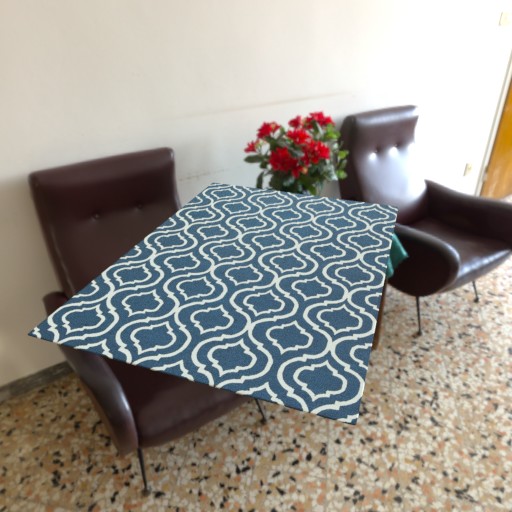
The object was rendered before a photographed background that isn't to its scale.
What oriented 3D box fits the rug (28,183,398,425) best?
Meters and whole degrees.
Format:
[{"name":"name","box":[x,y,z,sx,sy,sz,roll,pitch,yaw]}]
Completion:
[{"name":"rug","box":[0.000,0.000,4.317,2.438,0.010,3.353,10,32,17]}]
